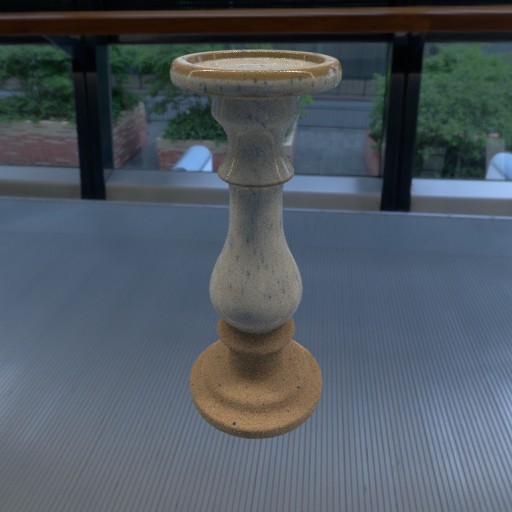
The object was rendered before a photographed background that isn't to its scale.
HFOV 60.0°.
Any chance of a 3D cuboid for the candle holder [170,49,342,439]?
[{"bbox_3d":[0.000,0.000,0.247,0.088,0.203,0.088,0,31,0],"label":"candle holder"}]
